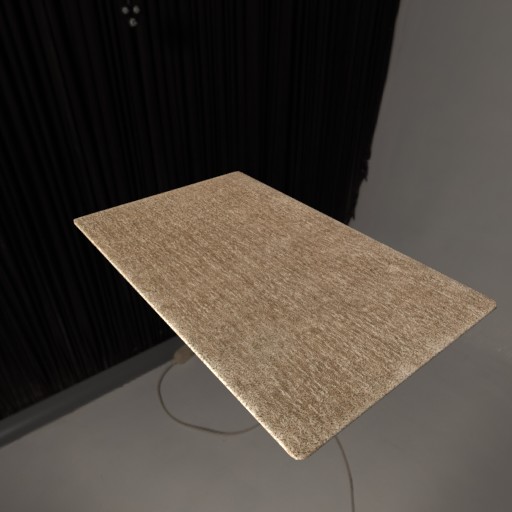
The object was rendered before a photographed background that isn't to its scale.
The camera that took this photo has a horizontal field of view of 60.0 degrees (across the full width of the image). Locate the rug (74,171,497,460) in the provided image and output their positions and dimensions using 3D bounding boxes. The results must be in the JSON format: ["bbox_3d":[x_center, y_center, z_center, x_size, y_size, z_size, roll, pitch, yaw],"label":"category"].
[{"bbox_3d":[0.000,0.000,2.887,1.539,0.024,2.469,-23,39,-31],"label":"rug"}]
